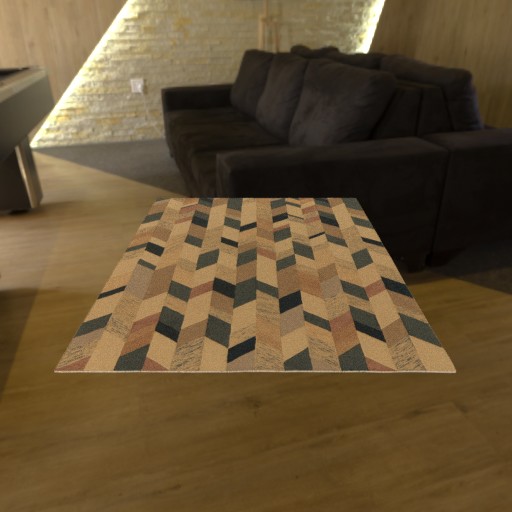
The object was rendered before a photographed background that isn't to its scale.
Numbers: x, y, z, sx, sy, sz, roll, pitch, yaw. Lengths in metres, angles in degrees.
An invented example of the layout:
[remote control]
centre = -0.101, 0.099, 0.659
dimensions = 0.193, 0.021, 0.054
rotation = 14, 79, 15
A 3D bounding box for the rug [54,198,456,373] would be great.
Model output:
[rug]
centre = 0.000, 0.000, 4.050
dimensions = 2.451, 0.011, 3.072
rotation = 0, 27, 0
